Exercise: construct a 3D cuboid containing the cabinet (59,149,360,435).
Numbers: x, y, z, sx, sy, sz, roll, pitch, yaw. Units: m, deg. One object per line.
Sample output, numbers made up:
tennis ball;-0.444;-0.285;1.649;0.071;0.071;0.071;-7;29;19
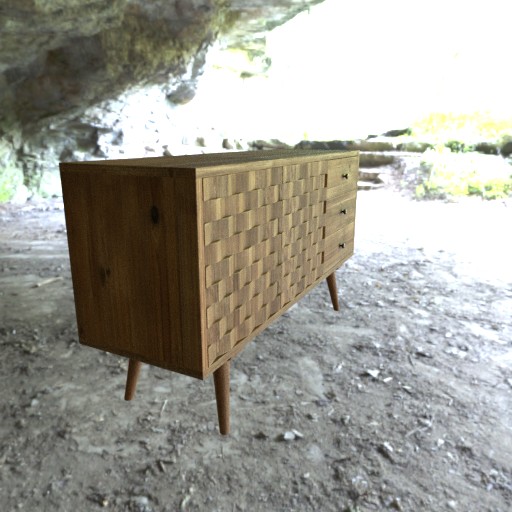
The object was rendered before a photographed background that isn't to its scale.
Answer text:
cabinet;0.000;0.000;1.794;0.472;0.800;1.400;8;17;27
